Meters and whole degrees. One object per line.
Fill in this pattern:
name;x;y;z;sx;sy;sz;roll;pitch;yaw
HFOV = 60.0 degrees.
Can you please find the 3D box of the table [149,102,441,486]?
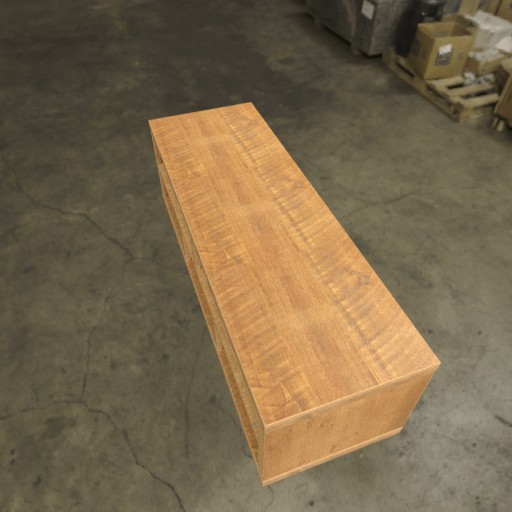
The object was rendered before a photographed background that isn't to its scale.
table;0.000;0.000;1.772;0.499;0.491;1.499;-15;48;-14
